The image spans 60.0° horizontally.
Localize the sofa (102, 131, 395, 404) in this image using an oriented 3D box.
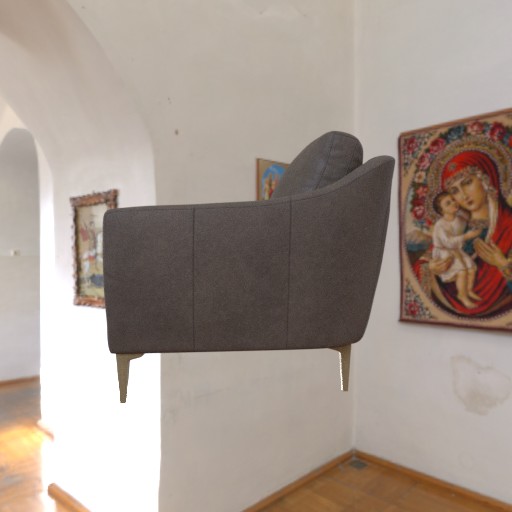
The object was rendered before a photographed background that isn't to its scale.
[{"bbox_3d":[0.000,0.000,2.140,0.960,0.902,1.619,0,1,0],"label":"sofa"}]
